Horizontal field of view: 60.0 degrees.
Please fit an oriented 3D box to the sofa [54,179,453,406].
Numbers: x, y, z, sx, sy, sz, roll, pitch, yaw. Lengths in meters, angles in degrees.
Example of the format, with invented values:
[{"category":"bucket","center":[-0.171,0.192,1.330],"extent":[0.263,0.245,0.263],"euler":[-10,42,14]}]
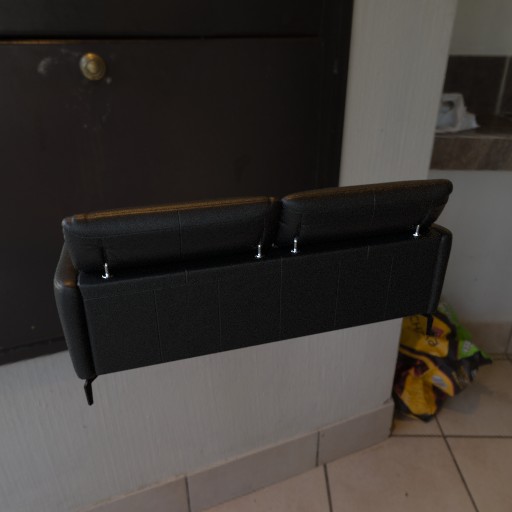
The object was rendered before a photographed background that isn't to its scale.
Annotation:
[{"category":"sofa","center":[0.000,0.000,2.521],"extent":[2.069,0.957,0.856],"euler":[-8,27,-15]}]
